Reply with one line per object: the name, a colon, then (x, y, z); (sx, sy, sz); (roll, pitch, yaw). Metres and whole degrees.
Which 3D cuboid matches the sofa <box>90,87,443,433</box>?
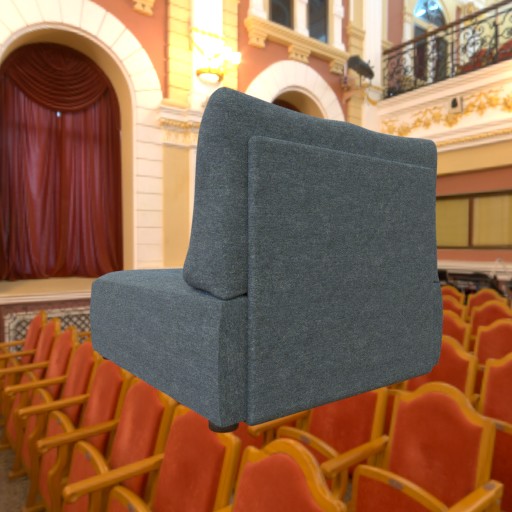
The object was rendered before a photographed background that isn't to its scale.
sofa: (0.000, 0.000, 1.658); (0.930, 0.820, 1.000); (-1, 1, -37)
